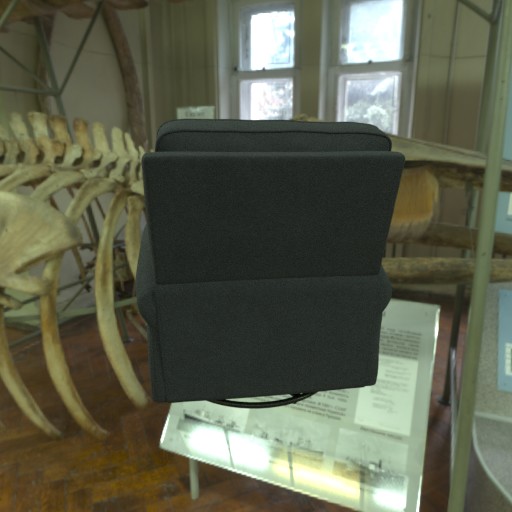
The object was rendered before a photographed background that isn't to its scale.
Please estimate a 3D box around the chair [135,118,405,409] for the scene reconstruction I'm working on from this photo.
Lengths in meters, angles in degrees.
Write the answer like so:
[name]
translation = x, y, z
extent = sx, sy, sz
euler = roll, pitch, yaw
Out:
[chair]
translation = 0.000, 0.000, 1.681
extent = 0.890, 0.961, 0.878
euler = -2, 14, -8
